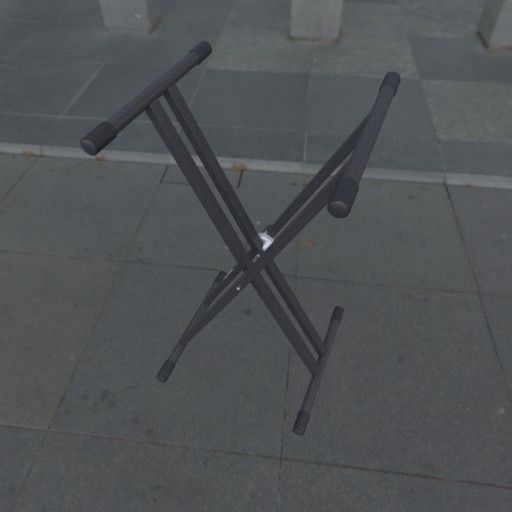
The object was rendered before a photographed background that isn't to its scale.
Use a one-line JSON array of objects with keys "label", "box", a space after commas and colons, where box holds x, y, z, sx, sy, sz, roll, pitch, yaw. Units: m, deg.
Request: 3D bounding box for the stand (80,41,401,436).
[{"label": "stand", "box": [0.000, 0.000, 1.213, 0.503, 0.900, 0.495, 16, 49, 15]}]
